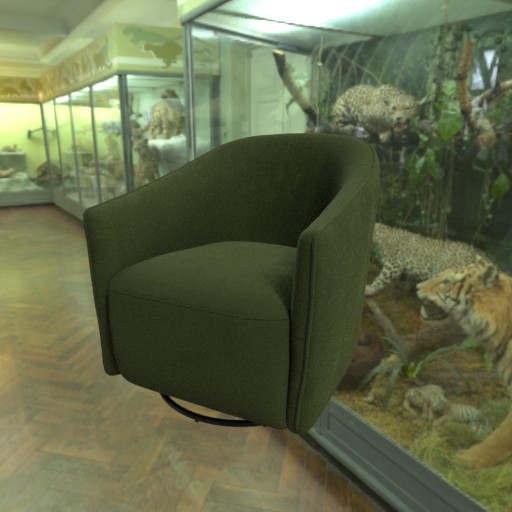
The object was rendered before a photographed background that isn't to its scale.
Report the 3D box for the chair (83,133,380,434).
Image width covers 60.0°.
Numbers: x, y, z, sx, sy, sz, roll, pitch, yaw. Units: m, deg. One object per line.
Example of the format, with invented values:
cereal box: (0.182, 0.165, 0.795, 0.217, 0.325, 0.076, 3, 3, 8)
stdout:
chair: (0.000, 0.000, 1.483, 0.747, 0.799, 0.875, 7, 17, 26)
